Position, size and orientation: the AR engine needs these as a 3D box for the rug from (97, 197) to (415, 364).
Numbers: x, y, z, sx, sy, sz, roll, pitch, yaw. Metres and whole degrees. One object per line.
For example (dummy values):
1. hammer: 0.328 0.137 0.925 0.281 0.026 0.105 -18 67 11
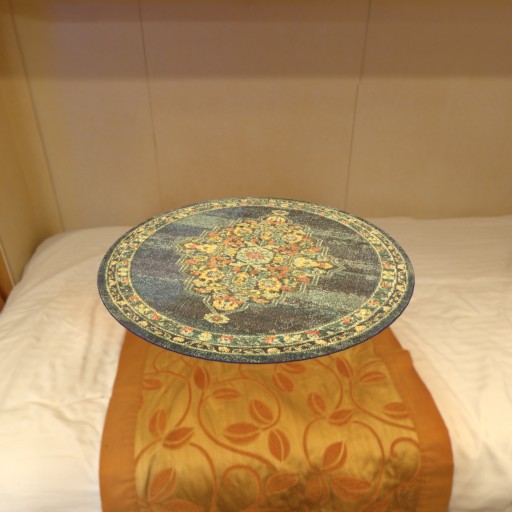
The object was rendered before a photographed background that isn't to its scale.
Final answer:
1. rug: 0.000 0.000 3.484 2.386 0.014 2.386 0 30 0
